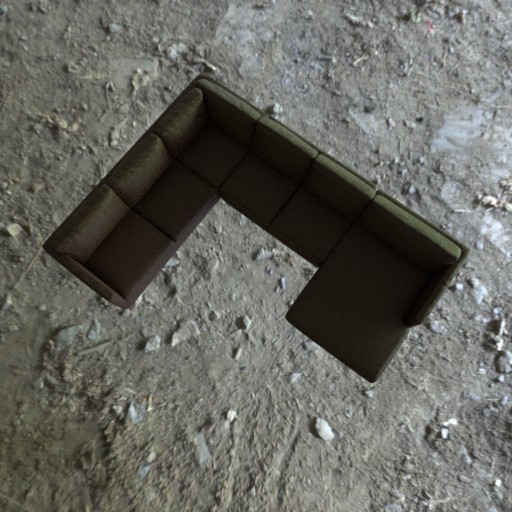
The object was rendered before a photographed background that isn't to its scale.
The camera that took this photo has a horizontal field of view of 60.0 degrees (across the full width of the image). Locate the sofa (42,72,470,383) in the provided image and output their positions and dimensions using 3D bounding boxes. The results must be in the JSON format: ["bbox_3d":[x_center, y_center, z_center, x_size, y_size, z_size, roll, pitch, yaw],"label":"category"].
[{"bbox_3d":[0.000,0.000,4.643,3.460,0.923,2.593,36,78,9],"label":"sofa"}]
